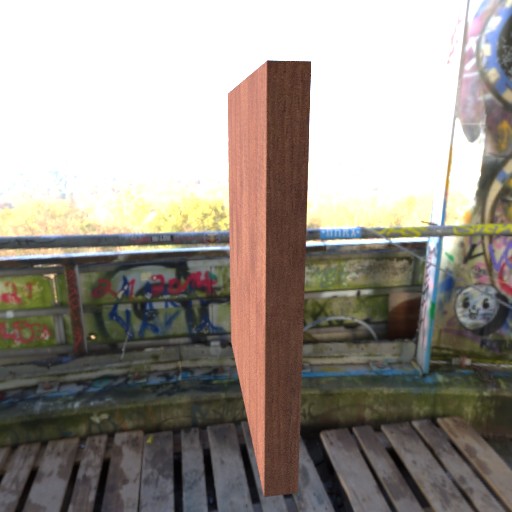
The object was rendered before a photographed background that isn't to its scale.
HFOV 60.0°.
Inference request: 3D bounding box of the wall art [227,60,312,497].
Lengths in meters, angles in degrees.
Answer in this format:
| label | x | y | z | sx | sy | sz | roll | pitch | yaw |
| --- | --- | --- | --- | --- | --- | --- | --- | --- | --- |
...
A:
| label | x | y | z | sx | sy | sz | roll | pitch | yaw |
| --- | --- | --- | --- | --- | --- | --- | --- | --- | --- |
| wall art | 0.000 | 0.000 | 0.613 | 0.039 | 0.449 | 0.377 | -2 | 16 | -8 |
